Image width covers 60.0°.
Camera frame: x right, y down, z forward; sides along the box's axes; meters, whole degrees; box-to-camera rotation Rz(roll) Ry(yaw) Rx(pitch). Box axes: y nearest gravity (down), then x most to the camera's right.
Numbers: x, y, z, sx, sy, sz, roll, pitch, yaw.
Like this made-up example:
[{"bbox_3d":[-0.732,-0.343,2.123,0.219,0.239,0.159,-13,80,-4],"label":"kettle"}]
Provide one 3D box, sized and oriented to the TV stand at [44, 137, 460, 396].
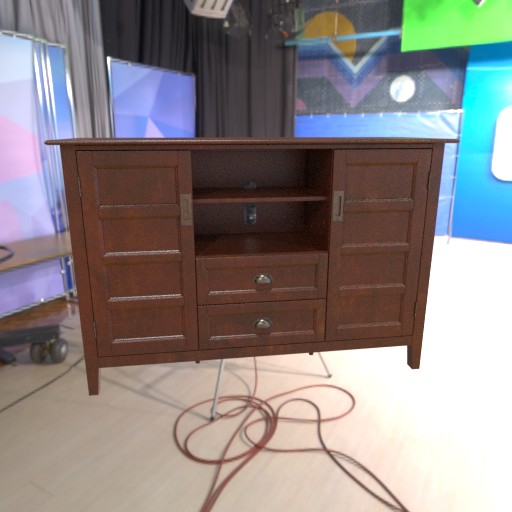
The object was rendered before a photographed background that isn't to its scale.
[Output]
[{"bbox_3d":[0.000,0.000,1.782,1.372,0.915,0.445,-2,16,-8],"label":"TV stand"}]
